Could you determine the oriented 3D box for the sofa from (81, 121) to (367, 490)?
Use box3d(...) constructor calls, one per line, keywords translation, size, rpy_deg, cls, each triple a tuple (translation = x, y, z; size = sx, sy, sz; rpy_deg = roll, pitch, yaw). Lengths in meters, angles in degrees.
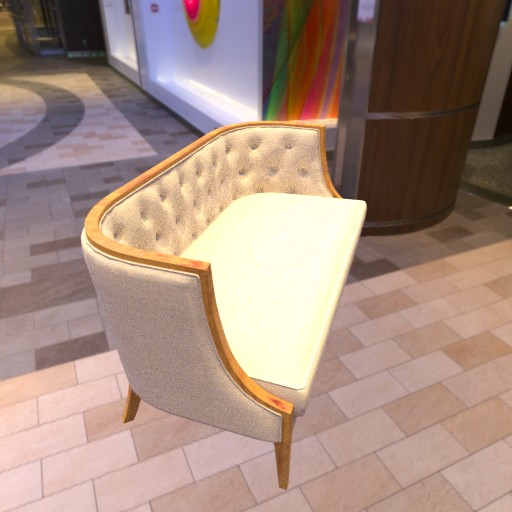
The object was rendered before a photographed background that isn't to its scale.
box3d(translation=(0.000, 0.000, 1.879), size=(0.770, 0.775, 1.474), rpy_deg=(10, 32, 16), cls="sofa")
